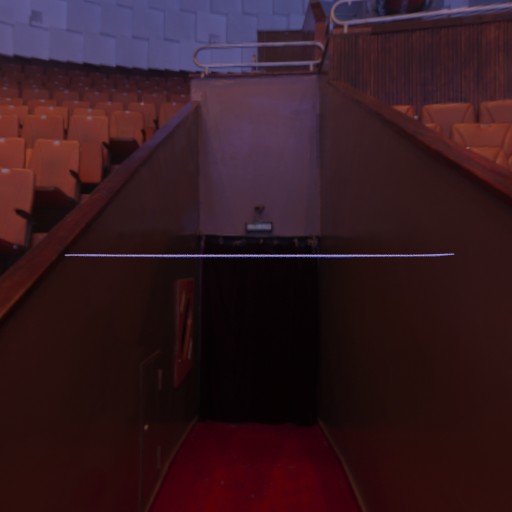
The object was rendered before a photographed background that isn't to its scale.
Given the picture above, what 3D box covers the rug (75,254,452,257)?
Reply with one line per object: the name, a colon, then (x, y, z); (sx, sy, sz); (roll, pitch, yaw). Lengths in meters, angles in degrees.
rug: (0.000, 0.000, 2.288); (1.223, 0.008, 1.813); (0, 0, -1)
